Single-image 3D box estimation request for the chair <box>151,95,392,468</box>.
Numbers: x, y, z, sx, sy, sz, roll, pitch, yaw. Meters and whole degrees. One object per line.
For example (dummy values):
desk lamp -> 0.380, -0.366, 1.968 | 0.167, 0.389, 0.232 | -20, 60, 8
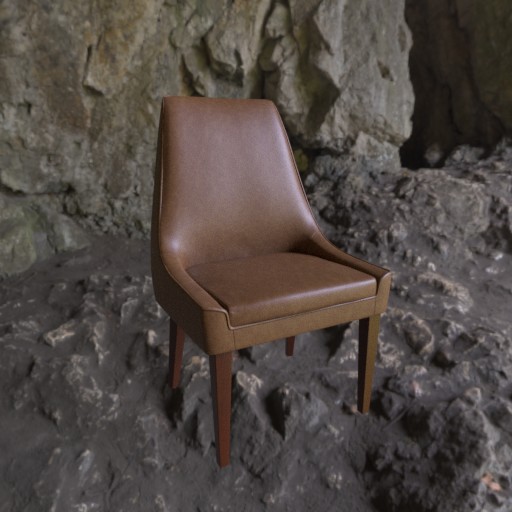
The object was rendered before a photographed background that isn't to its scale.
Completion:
chair -> 0.000, 0.000, 1.229 | 0.529, 0.861, 0.544 | -8, 17, -28
